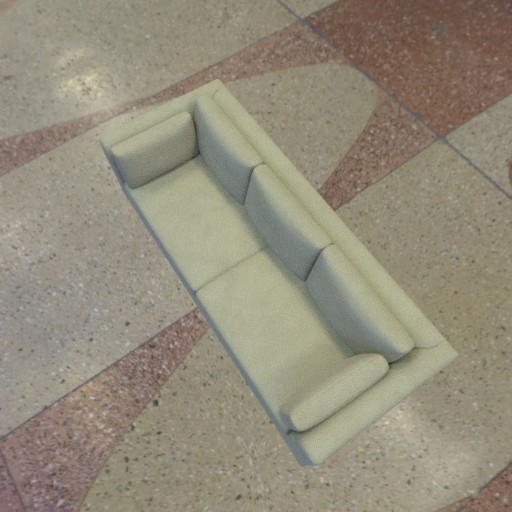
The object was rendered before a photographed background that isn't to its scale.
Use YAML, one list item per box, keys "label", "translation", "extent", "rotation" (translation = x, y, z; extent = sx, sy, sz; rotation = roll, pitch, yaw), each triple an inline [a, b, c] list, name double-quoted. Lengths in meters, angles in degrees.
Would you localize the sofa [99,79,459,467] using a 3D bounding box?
- label: "sofa"
  translation: [0.000, 0.000, 2.928]
  extent: [0.969, 0.867, 2.415]
  rotation: [-31, 68, -14]
